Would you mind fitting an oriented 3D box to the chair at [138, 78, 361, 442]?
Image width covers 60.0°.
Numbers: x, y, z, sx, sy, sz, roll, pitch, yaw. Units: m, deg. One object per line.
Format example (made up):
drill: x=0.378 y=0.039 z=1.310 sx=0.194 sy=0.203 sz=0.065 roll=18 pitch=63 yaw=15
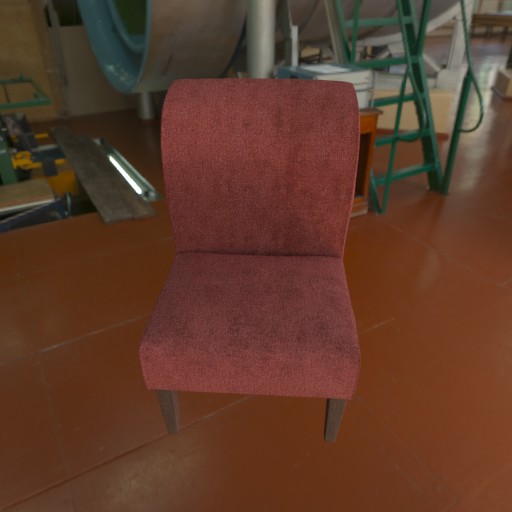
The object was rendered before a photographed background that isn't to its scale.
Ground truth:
chair: x=0.000 y=0.000 z=1.254 sx=0.538 sy=0.846 sz=0.640 roll=2 pitch=32 yaw=3
